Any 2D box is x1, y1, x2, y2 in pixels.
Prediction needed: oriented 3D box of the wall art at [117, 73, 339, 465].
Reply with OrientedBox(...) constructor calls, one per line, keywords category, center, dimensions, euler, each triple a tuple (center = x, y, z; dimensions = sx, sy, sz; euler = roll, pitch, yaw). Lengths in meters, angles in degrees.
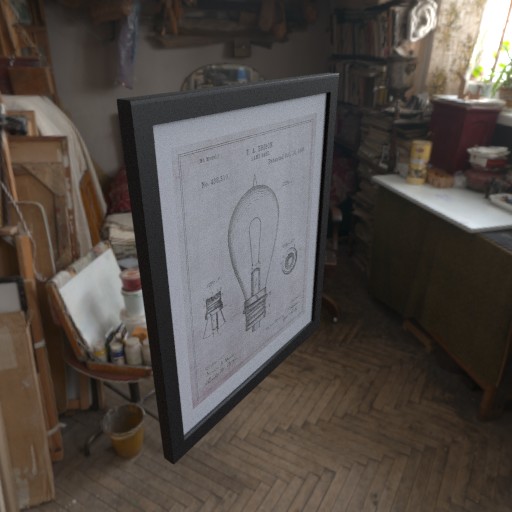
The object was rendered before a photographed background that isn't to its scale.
OrientedBox(category="wall art", center=(0.000, 0.000, 0.697), dimensions=(0.021, 0.509, 0.430), euler=(18, 32, 32))
